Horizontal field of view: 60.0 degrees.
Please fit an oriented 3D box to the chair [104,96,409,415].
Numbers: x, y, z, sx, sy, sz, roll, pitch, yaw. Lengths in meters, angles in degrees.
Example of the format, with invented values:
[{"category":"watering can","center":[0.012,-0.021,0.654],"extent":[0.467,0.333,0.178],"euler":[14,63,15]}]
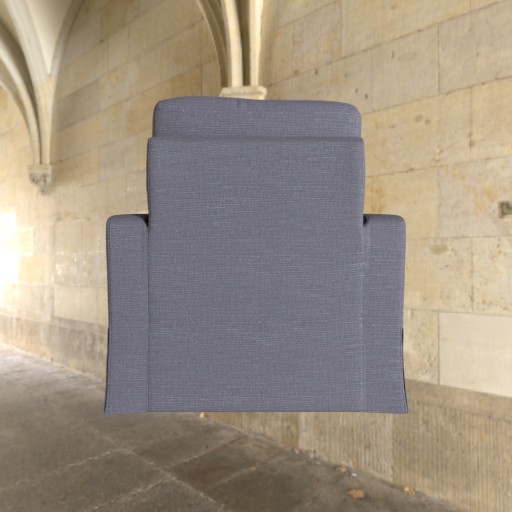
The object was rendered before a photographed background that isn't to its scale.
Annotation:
[{"category":"chair","center":[0.000,0.000,1.517],"extent":[0.798,0.855,0.863],"euler":[0,-2,0]}]
